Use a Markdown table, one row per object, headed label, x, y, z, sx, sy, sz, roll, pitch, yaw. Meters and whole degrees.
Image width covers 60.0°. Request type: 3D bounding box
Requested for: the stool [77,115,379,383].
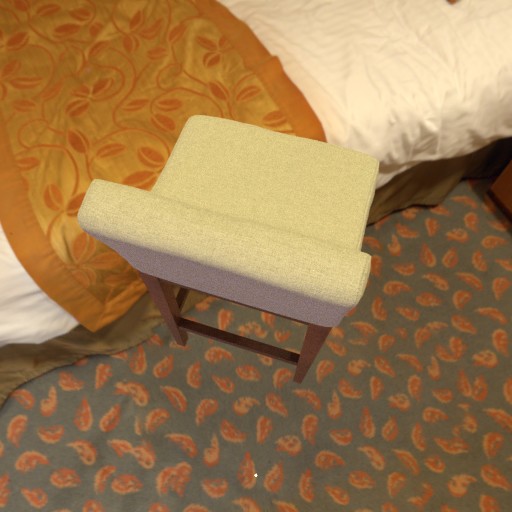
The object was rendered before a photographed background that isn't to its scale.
| label | x | y | z | sx | sy | sz | roll | pitch | yaw |
| --- | --- | --- | --- | --- | --- | --- | --- | --- | --- |
| stool | 0.000 | 0.000 | 1.228 | 0.511 | 0.937 | 0.500 | 16 | 65 | 8 |
